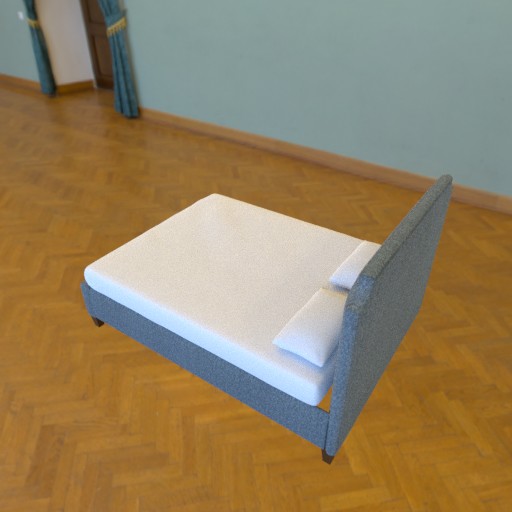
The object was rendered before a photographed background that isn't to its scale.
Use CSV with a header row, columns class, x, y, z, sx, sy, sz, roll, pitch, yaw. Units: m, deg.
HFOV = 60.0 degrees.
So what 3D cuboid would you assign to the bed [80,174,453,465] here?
class,x,y,z,sx,sy,sz,roll,pitch,yaw
bed,0.000,0.000,3.501,2.372,1.443,1.712,21,39,28
